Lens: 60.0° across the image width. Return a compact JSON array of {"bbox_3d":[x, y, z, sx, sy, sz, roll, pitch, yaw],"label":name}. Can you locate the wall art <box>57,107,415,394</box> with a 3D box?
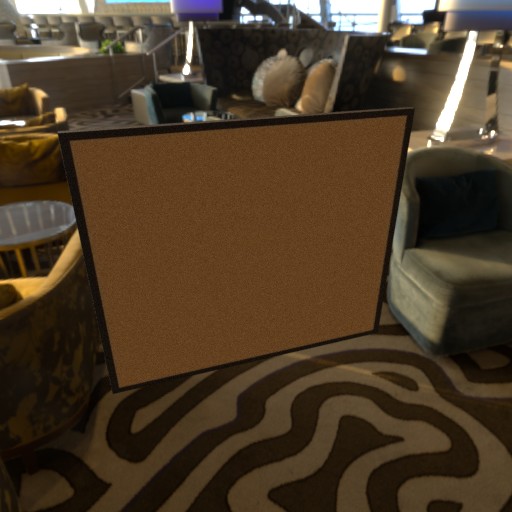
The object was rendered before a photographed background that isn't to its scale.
[{"bbox_3d":[0.000,0.000,1.448,1.033,0.875,0.023,-9,30,-16],"label":"wall art"}]
